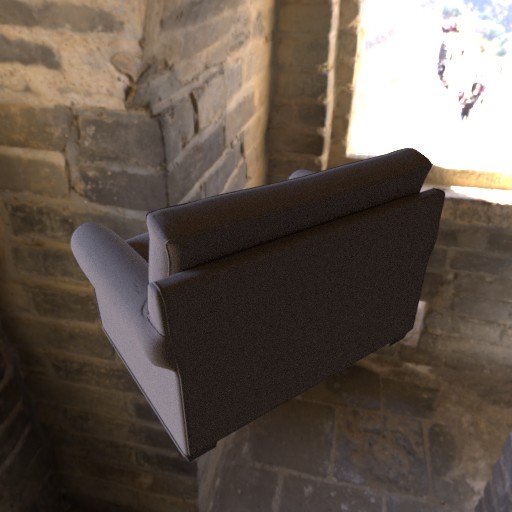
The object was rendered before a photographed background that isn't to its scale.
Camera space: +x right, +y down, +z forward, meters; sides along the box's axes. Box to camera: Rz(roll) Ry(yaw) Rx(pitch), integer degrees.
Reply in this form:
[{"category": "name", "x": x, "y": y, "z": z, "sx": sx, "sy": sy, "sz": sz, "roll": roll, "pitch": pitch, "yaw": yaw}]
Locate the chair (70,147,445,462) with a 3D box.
[{"category": "chair", "x": 0.000, "y": 0.000, "z": 1.981, "sx": 1.390, "sy": 0.930, "sz": 0.930, "roll": -19, "pitch": 35, "yaw": -30}]
